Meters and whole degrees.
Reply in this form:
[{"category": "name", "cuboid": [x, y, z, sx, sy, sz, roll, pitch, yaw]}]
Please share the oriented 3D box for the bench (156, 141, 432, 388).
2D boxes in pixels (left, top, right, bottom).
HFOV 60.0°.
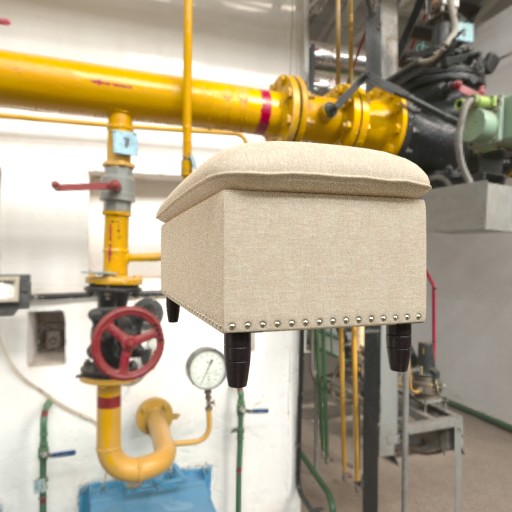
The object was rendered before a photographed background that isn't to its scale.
[{"category": "bench", "cuboid": [0.000, 0.000, 1.280, 0.483, 0.483, 0.991, 0, 0, -19]}]
